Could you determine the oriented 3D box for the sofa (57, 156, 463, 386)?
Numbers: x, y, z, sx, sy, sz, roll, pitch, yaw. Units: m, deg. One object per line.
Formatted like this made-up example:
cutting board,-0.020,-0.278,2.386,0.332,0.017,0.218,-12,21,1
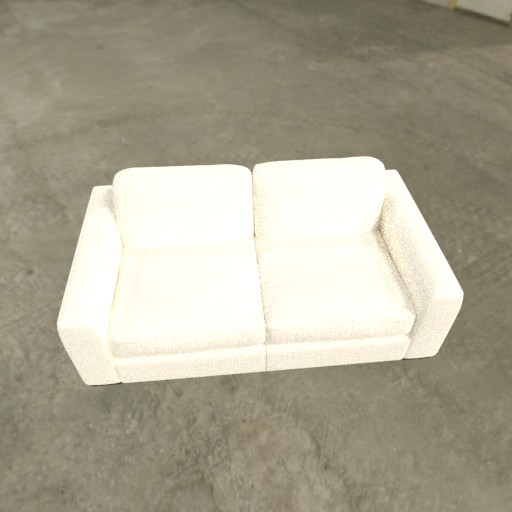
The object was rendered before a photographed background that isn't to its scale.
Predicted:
sofa,0.000,0.000,2.491,1.920,0.801,1.069,-4,46,-4
